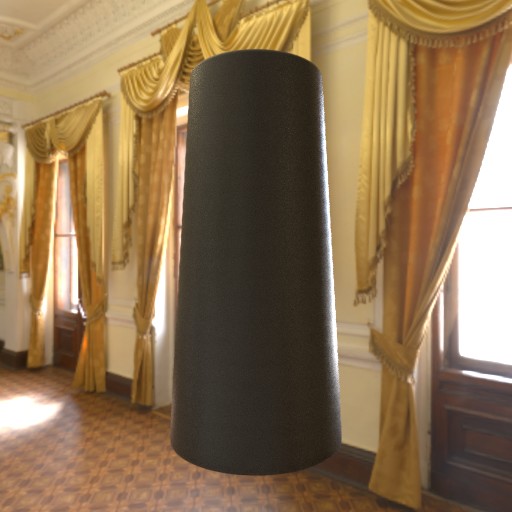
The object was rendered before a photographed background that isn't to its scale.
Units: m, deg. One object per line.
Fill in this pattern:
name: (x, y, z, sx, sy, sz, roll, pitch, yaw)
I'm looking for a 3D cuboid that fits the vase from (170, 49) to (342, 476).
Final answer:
vase: (0.000, 0.000, 0.359, 0.136, 0.289, 0.136, 0, 0, -37)
